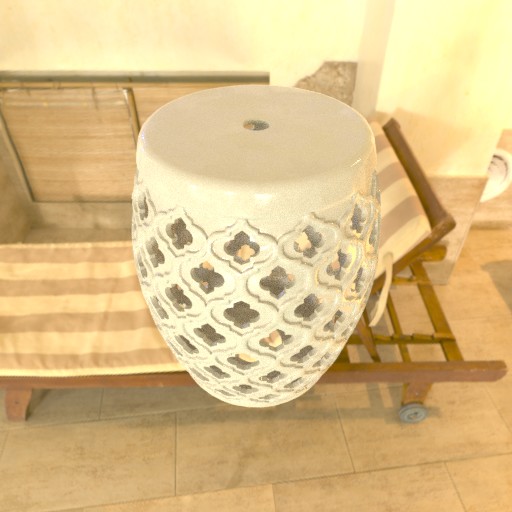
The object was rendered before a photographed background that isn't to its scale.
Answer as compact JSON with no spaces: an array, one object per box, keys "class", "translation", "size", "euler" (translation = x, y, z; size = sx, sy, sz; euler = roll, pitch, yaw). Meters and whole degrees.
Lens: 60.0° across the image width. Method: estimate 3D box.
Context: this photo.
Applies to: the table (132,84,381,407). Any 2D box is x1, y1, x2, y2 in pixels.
[{"class":"table","translation":[0.000,0.000,0.621],"size":[0.325,0.388,0.325],"euler":[0,41,0]}]
